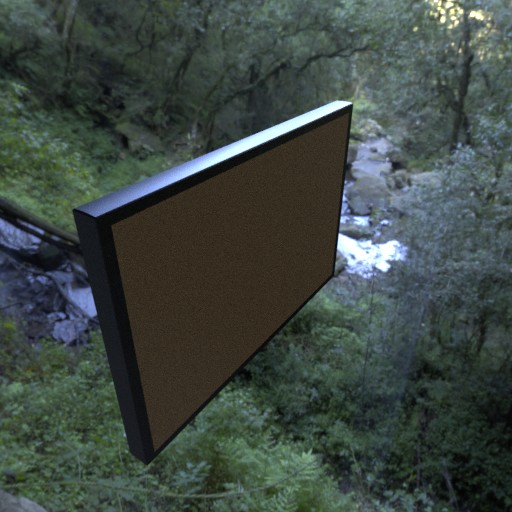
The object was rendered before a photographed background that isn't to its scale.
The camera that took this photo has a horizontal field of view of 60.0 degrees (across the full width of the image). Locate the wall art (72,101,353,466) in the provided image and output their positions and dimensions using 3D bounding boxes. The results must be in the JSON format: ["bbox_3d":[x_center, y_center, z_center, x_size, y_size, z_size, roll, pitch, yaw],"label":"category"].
[{"bbox_3d":[0.000,0.000,0.767,0.038,0.409,0.610,20,37,29],"label":"wall art"}]
